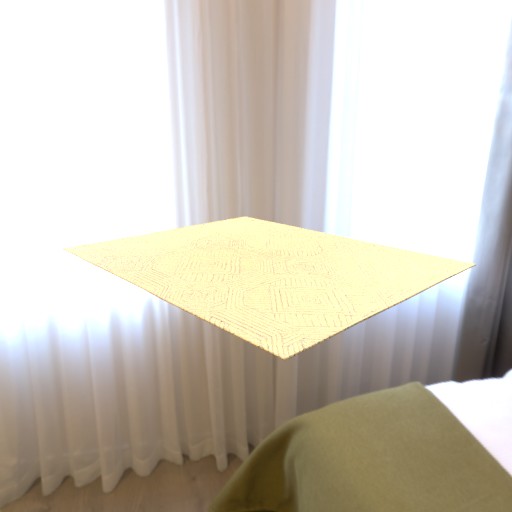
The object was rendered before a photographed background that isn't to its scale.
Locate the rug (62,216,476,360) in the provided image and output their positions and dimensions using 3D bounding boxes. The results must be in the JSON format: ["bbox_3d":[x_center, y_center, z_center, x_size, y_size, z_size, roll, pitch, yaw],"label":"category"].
[{"bbox_3d":[0.000,0.000,4.153,2.457,0.015,3.049,-14,21,-41],"label":"rug"}]
